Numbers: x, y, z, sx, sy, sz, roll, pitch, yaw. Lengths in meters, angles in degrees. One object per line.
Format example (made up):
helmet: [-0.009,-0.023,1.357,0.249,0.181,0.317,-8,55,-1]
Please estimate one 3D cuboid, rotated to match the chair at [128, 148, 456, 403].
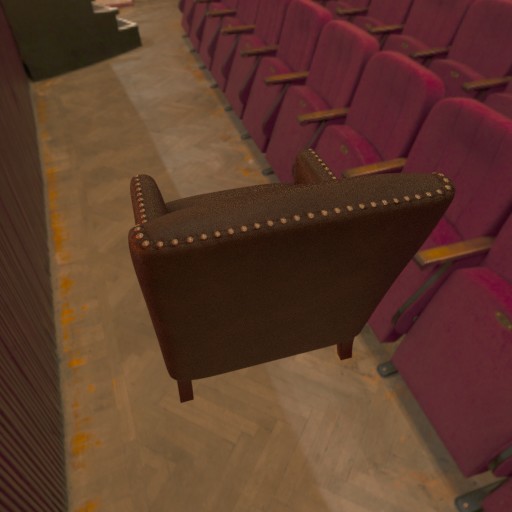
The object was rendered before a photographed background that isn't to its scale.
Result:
chair: [0.000,0.000,1.286,0.639,0.813,0.704,-11,44,-12]
